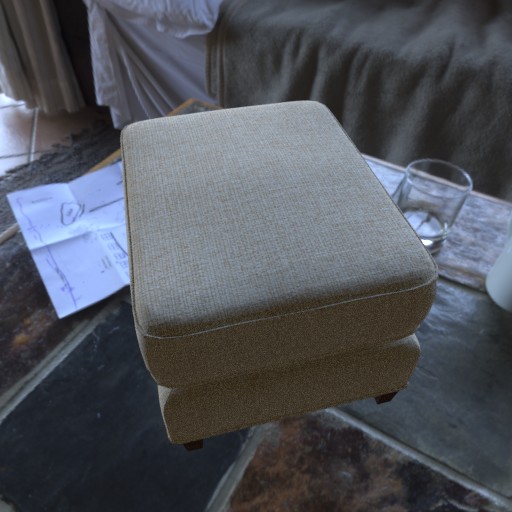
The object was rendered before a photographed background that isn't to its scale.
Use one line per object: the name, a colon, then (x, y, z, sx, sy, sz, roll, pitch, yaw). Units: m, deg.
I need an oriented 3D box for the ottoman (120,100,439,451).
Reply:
ottoman: (0.000, 0.000, 1.141, 0.589, 0.537, 0.738, -10, 48, -9)
